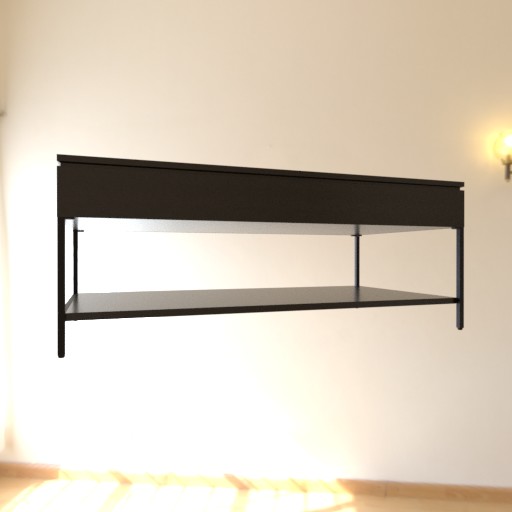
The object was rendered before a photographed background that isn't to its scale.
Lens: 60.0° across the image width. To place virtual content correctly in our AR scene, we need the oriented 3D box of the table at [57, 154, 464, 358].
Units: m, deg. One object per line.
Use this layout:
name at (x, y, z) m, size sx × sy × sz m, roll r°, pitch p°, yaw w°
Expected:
table at (0.000, 0.000, 1.390) m, size 1.095 × 0.435 × 0.574 m, roll 0°, pitch 0°, yaw -19°
